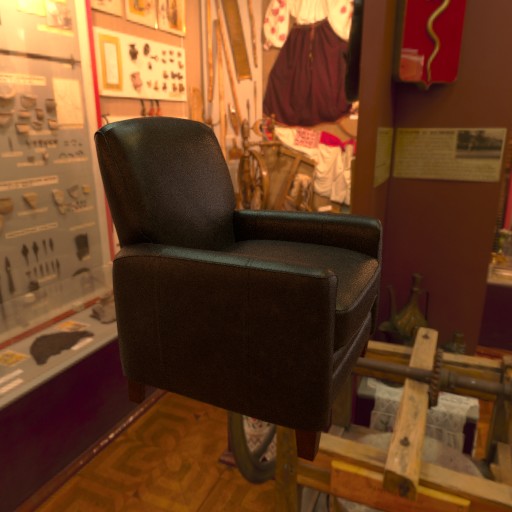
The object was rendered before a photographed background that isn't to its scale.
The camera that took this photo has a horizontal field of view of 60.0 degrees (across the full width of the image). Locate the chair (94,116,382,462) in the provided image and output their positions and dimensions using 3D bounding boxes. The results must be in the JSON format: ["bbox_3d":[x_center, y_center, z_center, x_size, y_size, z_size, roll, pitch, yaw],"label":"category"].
[{"bbox_3d":[0.000,0.000,1.678,0.864,1.014,0.848,8,18,25],"label":"chair"}]
